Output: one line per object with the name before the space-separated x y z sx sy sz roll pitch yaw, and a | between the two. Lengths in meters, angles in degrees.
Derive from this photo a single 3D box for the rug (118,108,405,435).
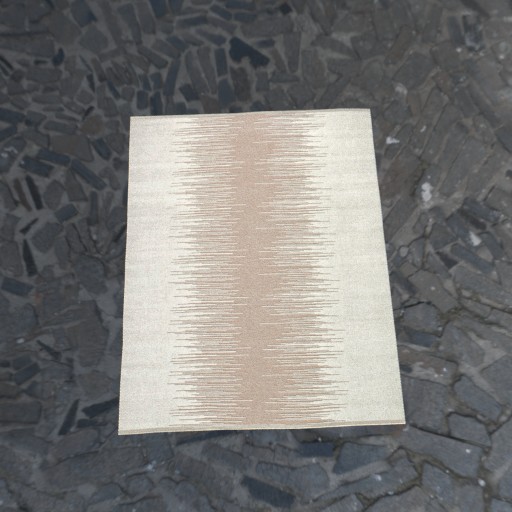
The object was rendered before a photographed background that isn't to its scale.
rug | 0.000 0.000 4.141 2.438 0.013 3.048 -2 76 -1
